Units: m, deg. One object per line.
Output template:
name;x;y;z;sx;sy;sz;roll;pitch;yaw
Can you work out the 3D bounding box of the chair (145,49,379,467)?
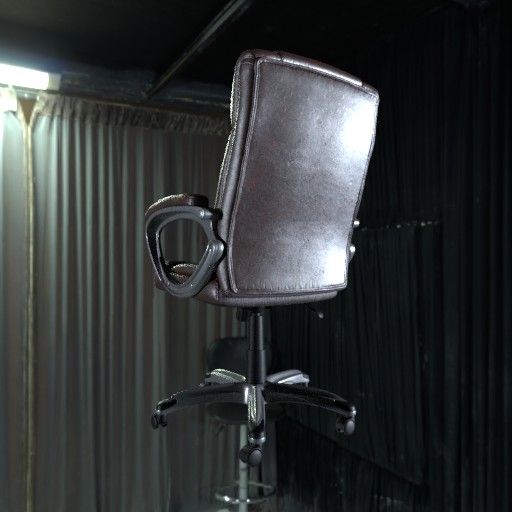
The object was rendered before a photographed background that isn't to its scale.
chair;0.000;0.000;1.533;0.656;1.128;0.692;0;0;-35
